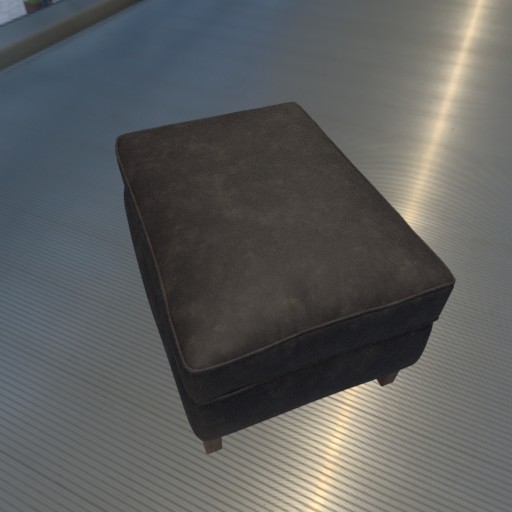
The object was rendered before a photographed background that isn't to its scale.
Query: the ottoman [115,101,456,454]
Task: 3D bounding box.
[{"bbox_3d":[0.000,0.000,0.988,0.501,0.413,0.665,-16,49,-14],"label":"ottoman"}]
